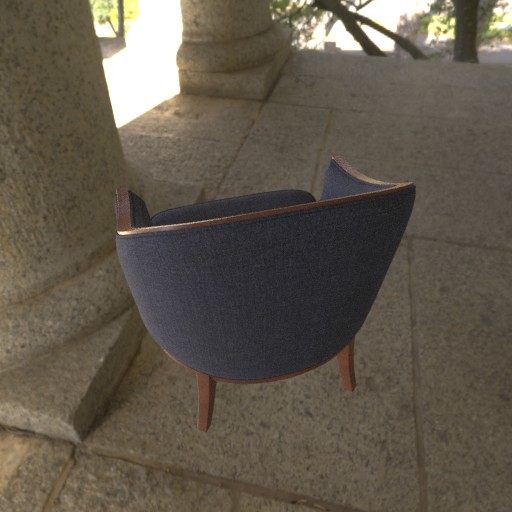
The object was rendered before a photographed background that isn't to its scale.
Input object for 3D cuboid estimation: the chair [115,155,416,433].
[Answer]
[{"bbox_3d":[0.000,0.000,1.412,0.803,0.876,0.735,-11,43,-12],"label":"chair"}]
